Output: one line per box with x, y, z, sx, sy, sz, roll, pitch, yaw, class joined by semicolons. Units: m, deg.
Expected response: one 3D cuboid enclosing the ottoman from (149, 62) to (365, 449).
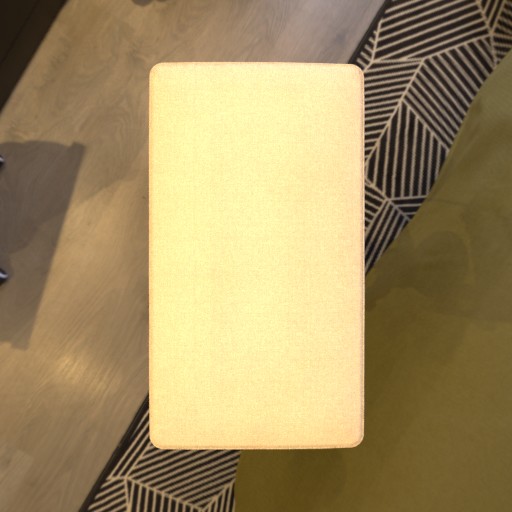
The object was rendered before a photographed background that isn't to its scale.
0.000;0.000;1.412;0.617;0.448;1.097;0;90;-1;ottoman
